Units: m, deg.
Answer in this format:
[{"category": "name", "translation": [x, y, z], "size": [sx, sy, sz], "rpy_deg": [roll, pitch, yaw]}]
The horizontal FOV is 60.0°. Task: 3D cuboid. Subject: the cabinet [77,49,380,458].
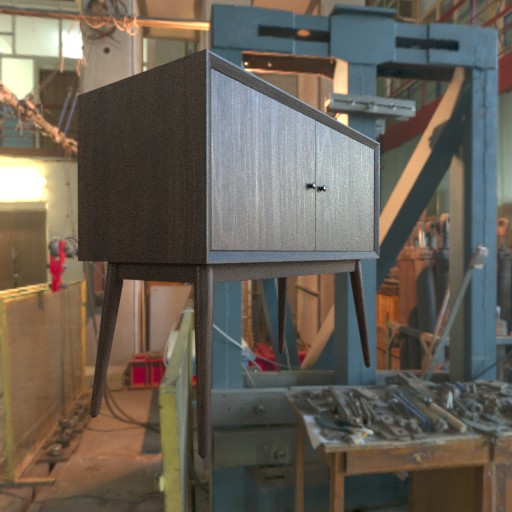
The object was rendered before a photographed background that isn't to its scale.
[{"category": "cabinet", "translation": [0.000, 0.000, 1.098], "size": [0.354, 0.654, 0.743], "rpy_deg": [0, 1, 36]}]
